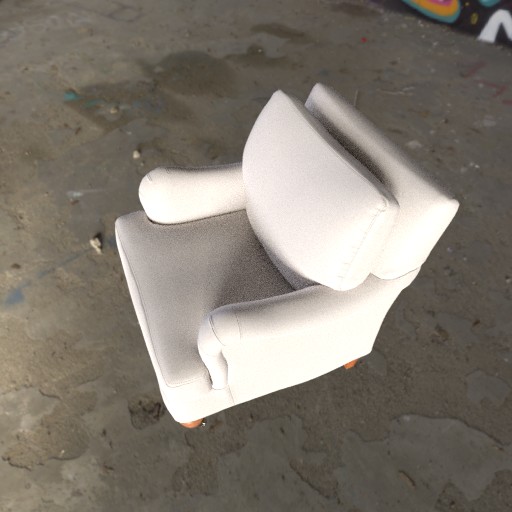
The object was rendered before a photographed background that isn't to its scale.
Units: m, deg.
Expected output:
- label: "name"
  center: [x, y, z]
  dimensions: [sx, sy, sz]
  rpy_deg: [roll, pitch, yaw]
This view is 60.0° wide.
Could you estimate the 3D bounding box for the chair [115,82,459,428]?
- label: "chair"
  center: [0.000, 0.000, 1.879]
  dimensions: [1.070, 1.038, 0.955]
  rpy_deg: [-18, 50, -15]
